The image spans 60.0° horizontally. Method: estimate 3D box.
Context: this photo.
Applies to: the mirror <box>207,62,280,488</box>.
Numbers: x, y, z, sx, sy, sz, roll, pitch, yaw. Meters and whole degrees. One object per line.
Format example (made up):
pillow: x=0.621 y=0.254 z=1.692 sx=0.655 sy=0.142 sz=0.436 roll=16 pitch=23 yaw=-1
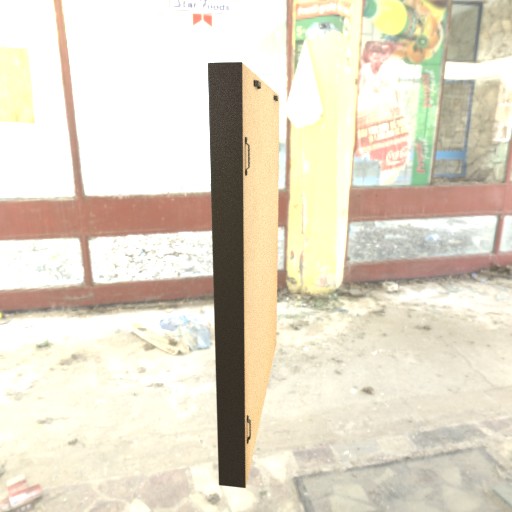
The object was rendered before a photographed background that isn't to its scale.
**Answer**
mirror: x=0.000 y=0.000 z=0.698 sx=0.041 sy=0.509 sz=0.406 roll=2 pitch=16 yaw=8
